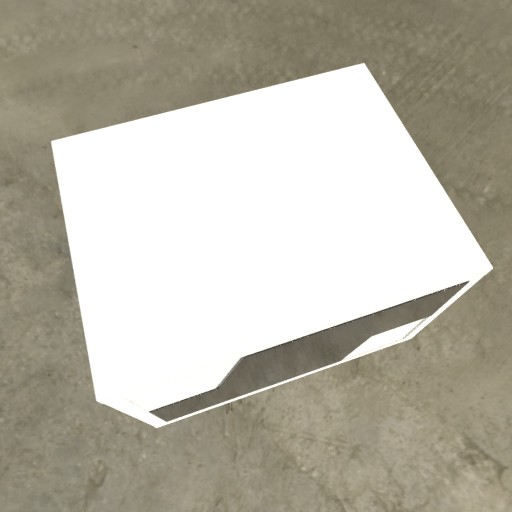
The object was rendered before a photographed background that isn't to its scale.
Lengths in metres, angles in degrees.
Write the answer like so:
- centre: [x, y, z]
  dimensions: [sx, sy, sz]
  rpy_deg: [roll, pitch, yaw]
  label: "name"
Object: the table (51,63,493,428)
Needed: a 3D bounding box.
- centre: [0.000, 0.000, 0.781]
  dimensions: [0.517, 0.357, 0.399]
  rpy_deg: [-17, 65, -8]
  label: "table"
